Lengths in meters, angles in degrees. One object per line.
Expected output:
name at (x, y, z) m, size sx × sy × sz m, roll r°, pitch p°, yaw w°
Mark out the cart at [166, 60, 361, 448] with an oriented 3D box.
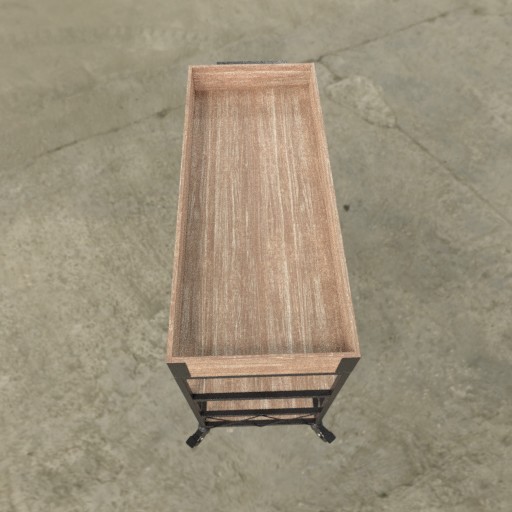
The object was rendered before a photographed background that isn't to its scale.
cart at (0.000, 0.000, 1.493) m, size 0.500 × 0.787 × 1.101 m, roll -2°, pitch 59°, yaw -1°
